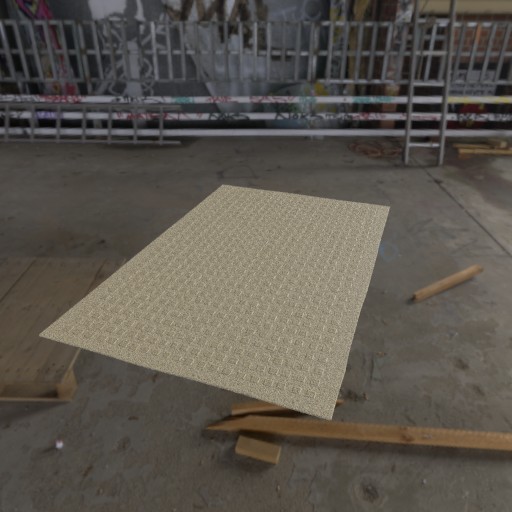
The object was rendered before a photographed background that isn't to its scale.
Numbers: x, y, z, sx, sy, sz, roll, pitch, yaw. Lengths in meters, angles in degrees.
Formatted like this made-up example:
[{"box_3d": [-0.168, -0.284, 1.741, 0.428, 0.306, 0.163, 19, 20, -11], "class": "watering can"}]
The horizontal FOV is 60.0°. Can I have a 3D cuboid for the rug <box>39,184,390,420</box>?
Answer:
[{"box_3d": [0.000, 0.000, 2.242, 1.143, 0.006, 1.747, 10, 31, 18], "class": "rug"}]
